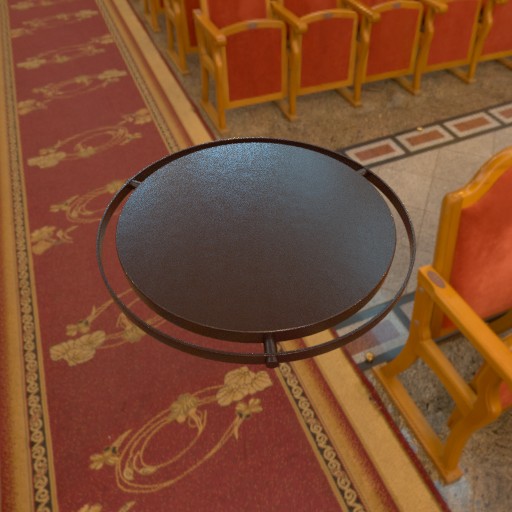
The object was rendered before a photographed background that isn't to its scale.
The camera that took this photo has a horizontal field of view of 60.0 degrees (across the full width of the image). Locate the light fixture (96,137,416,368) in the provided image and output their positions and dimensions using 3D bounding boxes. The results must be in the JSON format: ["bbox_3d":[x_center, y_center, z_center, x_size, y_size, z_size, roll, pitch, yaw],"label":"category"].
[{"bbox_3d":[0.000,0.000,0.558,0.361,0.130,0.361,0,46,0],"label":"light fixture"}]
